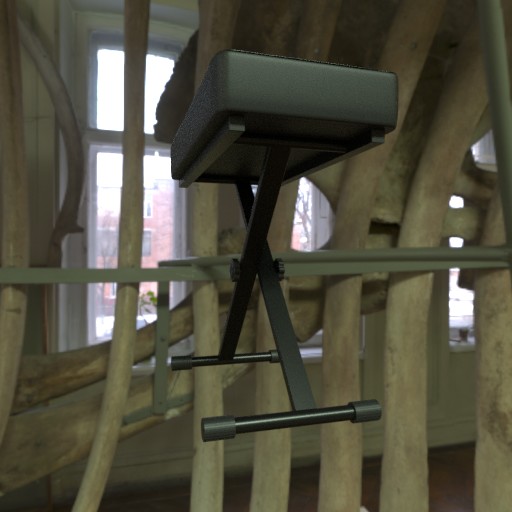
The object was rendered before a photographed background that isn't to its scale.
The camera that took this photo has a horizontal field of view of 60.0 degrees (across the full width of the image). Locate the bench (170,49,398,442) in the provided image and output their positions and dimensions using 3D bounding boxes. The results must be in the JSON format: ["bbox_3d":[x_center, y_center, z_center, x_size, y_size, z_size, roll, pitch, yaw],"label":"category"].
[{"bbox_3d":[0.000,0.000,0.921,0.300,0.561,0.600,0,0,-17],"label":"bench"}]
